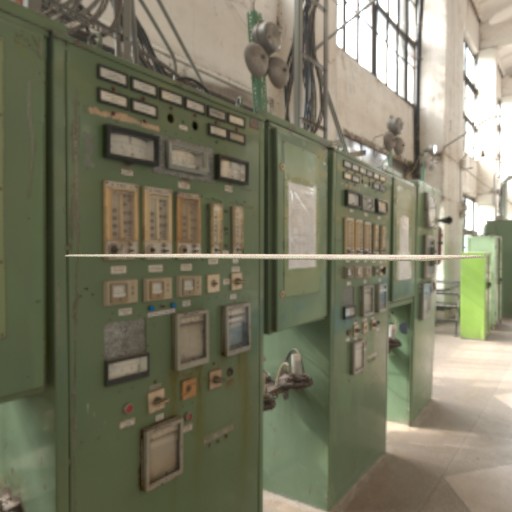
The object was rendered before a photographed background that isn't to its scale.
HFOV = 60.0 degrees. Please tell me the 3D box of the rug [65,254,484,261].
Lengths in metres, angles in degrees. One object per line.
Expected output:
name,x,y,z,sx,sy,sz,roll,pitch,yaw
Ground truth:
rug,0.000,0.000,1.424,1.219,0.007,0.604,0,1,37
